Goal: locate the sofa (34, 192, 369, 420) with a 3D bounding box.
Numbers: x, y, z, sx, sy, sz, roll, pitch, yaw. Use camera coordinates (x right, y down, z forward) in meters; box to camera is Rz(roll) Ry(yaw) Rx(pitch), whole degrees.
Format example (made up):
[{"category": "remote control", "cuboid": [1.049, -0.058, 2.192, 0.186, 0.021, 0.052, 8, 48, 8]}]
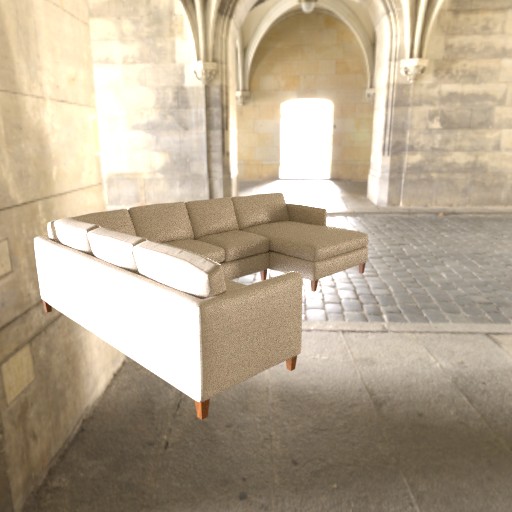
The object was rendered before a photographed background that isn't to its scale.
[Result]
[{"category": "sofa", "cuboid": [0.000, 0.000, 4.556, 2.594, 0.961, 3.460, 14, 20, 43]}]
